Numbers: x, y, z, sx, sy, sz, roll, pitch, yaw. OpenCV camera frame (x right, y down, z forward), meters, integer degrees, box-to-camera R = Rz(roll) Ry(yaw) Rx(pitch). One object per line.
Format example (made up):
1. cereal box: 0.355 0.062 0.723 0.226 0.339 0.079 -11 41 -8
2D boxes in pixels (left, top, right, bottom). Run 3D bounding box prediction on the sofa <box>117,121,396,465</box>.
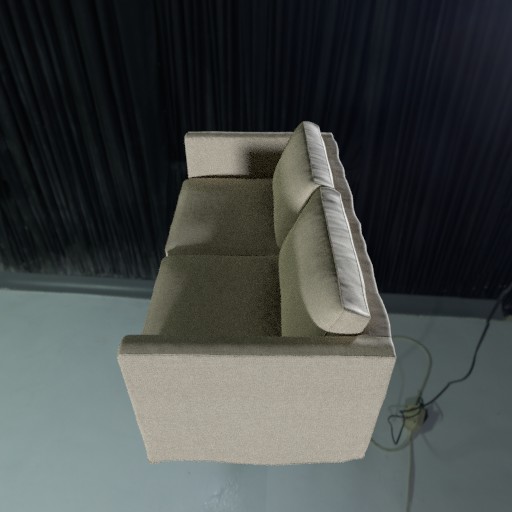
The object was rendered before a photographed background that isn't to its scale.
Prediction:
1. sofa: 0.000 0.000 2.278 0.956 0.828 1.766 0 39 0
